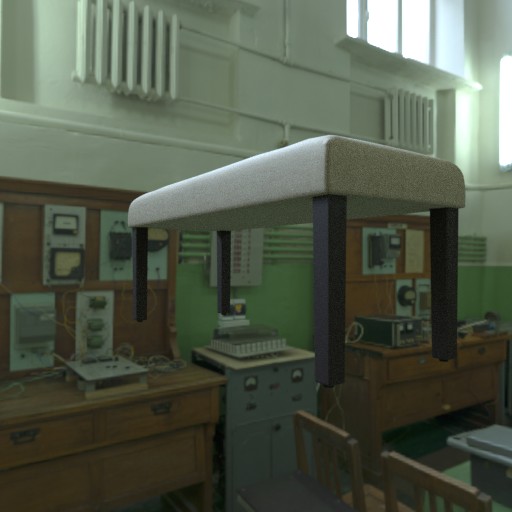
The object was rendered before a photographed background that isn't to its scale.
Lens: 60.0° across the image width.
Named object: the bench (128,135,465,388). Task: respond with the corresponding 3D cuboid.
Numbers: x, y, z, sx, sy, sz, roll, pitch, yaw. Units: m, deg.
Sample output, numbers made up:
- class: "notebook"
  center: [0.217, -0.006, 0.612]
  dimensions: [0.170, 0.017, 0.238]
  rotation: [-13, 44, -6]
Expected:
- class: "bench"
  center: [0.000, 0.000, 1.254]
  dimensions: [0.407, 0.456, 1.013]
  rotation: [0, 0, -34]
